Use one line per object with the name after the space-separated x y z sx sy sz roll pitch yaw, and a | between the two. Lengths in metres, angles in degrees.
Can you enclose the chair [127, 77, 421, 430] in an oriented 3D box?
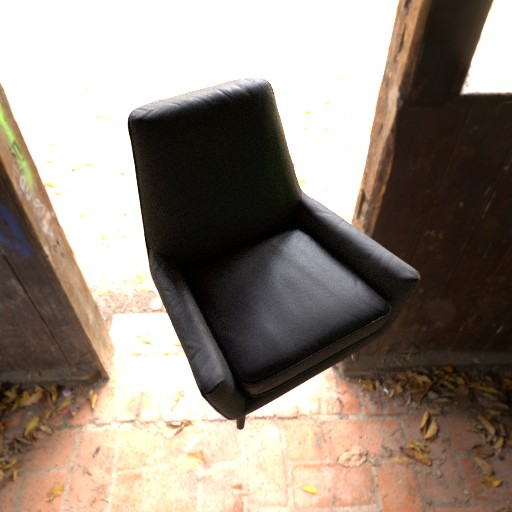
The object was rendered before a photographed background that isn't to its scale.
0.000 0.000 1.536 0.787 0.888 0.822 -24 51 -21 | chair
